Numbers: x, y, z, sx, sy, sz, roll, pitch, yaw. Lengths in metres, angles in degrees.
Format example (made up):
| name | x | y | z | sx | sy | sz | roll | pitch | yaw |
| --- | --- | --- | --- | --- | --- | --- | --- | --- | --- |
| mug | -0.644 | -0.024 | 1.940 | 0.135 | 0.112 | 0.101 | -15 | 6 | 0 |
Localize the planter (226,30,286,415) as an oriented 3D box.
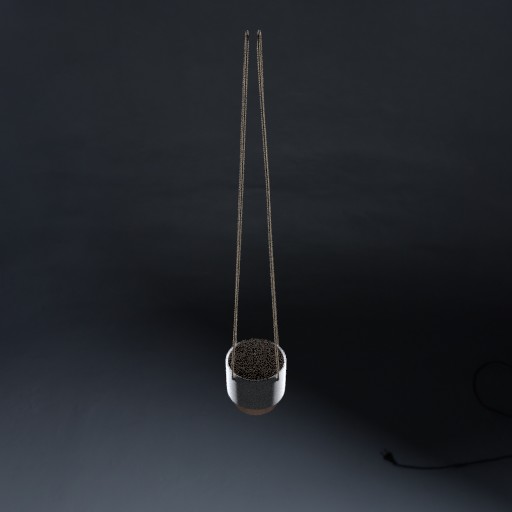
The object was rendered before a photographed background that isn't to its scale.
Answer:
| name | x | y | z | sx | sy | sz | roll | pitch | yaw |
| --- | --- | --- | --- | --- | --- | --- | --- | --- | --- |
| planter | 0.000 | 0.000 | 0.924 | 0.146 | 0.841 | 0.146 | 1 | 31 | 1 |
